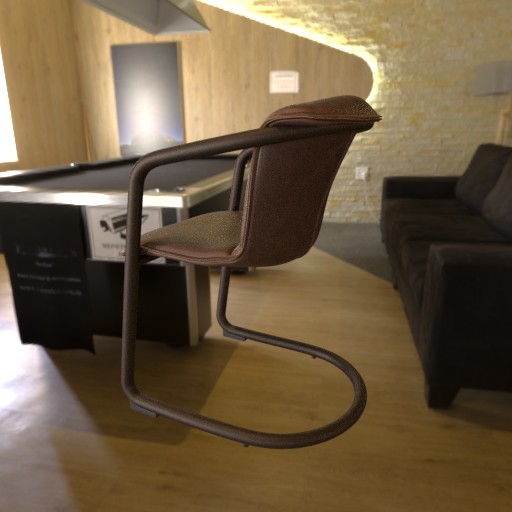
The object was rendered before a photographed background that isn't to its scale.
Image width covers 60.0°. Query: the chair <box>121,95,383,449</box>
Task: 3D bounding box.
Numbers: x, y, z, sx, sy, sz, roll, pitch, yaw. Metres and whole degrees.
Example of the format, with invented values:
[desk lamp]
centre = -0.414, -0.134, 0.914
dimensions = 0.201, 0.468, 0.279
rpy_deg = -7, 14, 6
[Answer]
[chair]
centre = 0.000, 0.000, 1.242
dimensions = 0.664, 0.836, 0.536
rpy_deg = 9, 19, 26
